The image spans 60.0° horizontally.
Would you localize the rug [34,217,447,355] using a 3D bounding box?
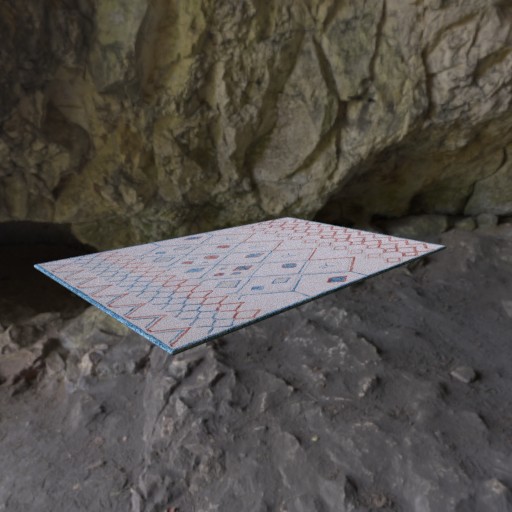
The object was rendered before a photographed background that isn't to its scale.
[{"bbox_3d":[0.000,0.000,2.337,1.829,0.016,1.219,-14,21,-41],"label":"rug"}]
